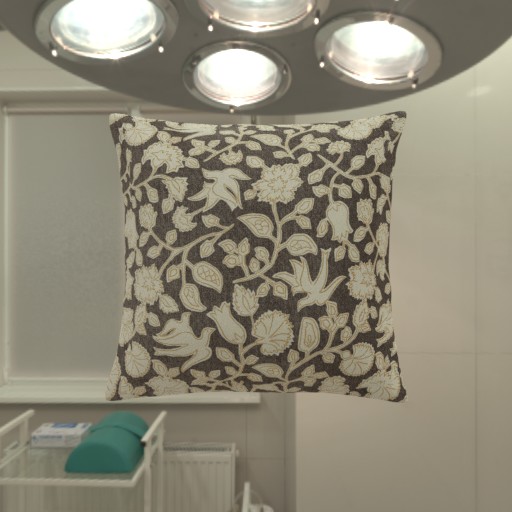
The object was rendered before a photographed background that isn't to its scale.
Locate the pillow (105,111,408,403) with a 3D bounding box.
[{"bbox_3d":[0.000,0.000,0.776,0.526,0.507,0.166,0,0,1],"label":"pillow"}]
